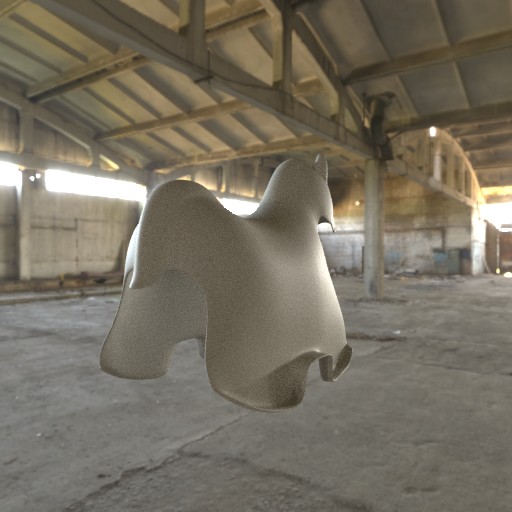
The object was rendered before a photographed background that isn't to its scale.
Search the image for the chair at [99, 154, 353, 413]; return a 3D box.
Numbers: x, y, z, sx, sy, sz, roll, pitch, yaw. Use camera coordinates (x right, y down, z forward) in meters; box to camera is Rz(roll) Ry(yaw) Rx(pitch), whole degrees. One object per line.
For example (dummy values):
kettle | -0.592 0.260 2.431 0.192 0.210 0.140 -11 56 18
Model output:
chair | 0.000 0.000 1.141 0.429 0.612 0.800 0 0 35
